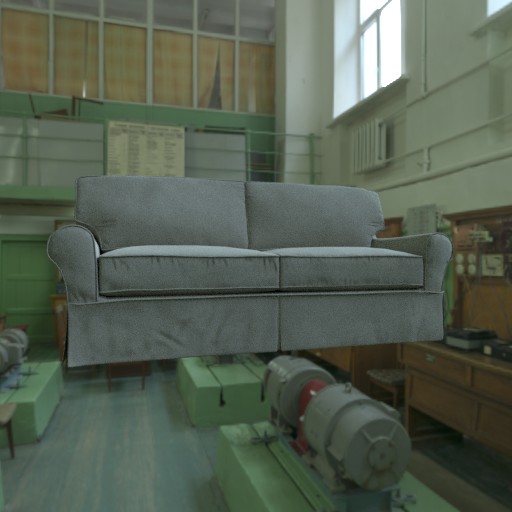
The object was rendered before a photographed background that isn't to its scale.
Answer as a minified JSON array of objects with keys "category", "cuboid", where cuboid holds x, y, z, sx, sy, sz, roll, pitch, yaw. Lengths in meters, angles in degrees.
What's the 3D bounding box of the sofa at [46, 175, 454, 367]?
[{"category":"sofa","cuboid":[0.000,0.000,2.722,2.246,1.014,0.900,0,0,-18]}]
